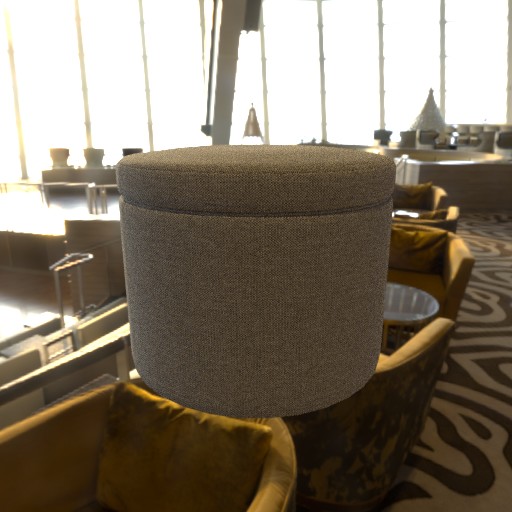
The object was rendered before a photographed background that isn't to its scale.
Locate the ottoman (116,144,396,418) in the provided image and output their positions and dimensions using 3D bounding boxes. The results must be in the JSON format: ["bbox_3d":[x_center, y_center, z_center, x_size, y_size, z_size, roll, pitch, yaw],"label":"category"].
[{"bbox_3d":[0.000,0.000,0.874,0.500,0.419,0.500,0,17,0],"label":"ottoman"}]
